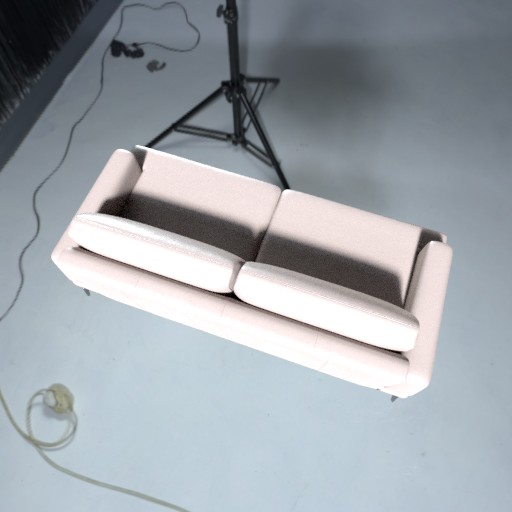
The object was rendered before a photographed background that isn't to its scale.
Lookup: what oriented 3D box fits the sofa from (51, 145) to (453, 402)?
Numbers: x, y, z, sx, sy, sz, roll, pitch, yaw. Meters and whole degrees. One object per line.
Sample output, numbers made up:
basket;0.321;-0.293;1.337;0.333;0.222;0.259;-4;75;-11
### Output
sofa;0.000;0.000;2.386;1.940;0.765;0.974;17;65;8
